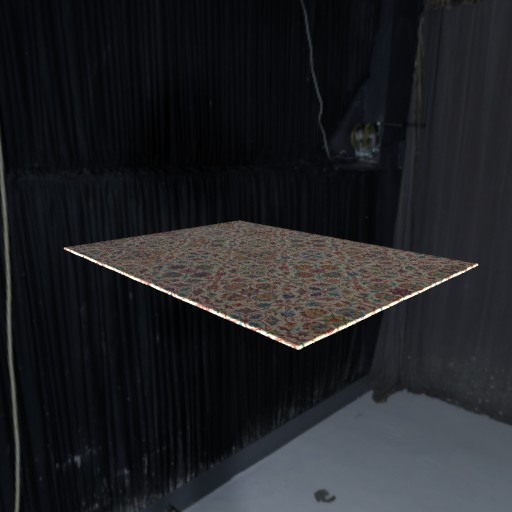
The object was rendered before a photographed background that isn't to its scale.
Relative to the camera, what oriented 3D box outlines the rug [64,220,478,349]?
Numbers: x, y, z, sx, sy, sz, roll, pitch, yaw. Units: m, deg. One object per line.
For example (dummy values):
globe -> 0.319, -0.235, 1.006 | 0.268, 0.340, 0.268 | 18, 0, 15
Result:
rug -> 0.000, 0.000, 4.282 | 2.446, 0.020, 3.215 | -13, 19, -42
